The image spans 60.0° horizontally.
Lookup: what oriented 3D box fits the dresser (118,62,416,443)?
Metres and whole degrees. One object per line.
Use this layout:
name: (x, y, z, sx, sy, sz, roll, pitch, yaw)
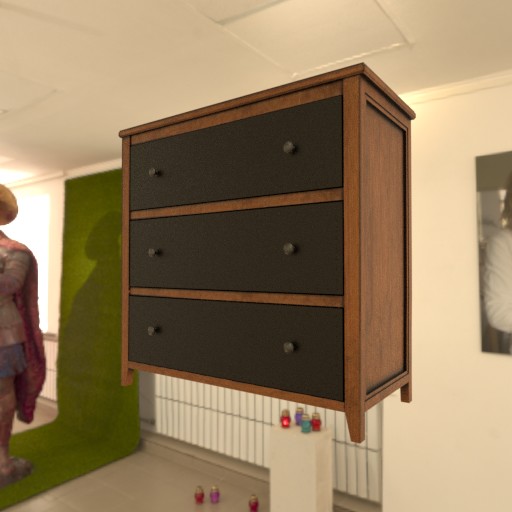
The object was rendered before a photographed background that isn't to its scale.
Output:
dresser: (0.000, 0.000, 1.995, 1.250, 1.224, 0.591, -1, -2, 36)
